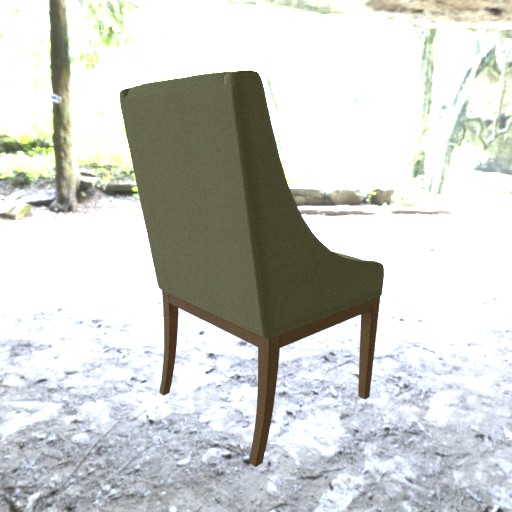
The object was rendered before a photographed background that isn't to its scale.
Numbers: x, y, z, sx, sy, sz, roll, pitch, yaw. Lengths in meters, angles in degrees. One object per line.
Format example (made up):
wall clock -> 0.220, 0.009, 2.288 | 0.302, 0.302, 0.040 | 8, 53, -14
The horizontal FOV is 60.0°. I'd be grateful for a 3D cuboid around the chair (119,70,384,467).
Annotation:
chair -> 0.000, 0.000, 1.422 | 0.611, 1.021, 0.575 | -14, 20, -41
